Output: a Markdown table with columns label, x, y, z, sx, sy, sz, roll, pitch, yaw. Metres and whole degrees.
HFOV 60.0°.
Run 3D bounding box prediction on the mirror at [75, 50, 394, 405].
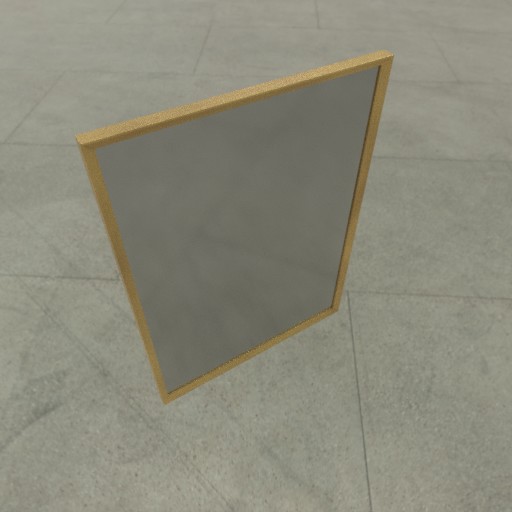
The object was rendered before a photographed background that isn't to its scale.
| label | x | y | z | sx | sy | sz | roll | pitch | yaw |
| --- | --- | --- | --- | --- | --- | --- | --- | --- | --- |
| mirror | 0.000 | 0.000 | 1.305 | 0.762 | 1.016 | 0.041 | -24 | 50 | -22 |
